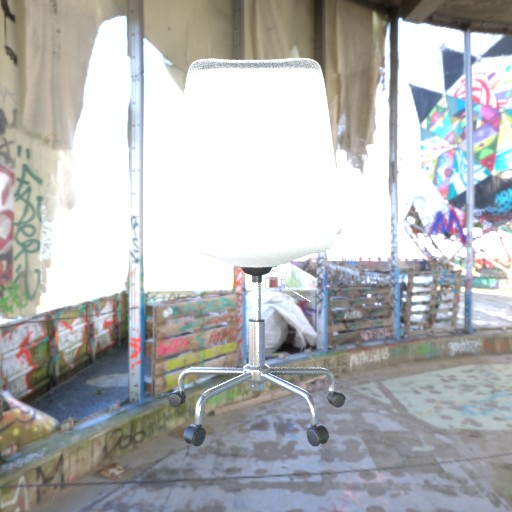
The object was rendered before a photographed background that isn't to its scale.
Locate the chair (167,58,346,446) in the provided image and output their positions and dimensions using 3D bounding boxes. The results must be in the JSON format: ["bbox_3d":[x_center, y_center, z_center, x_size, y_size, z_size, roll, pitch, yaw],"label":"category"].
[{"bbox_3d":[0.000,0.000,1.292,0.550,0.930,0.550,0,0,1],"label":"chair"}]
